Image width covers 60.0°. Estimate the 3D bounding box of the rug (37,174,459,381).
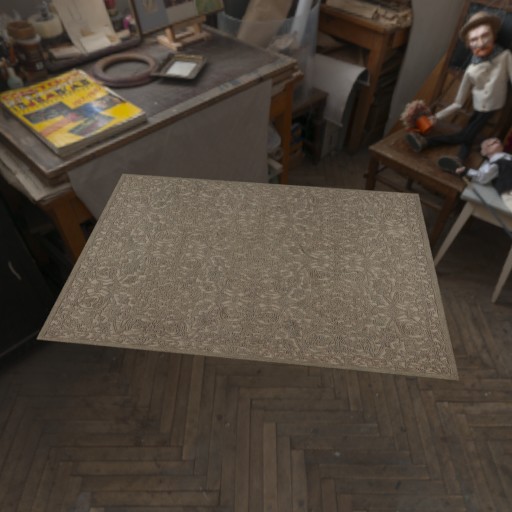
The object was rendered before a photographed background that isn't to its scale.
[{"bbox_3d":[0.000,0.000,2.316,1.827,0.006,1.221,5,47,4],"label":"rug"}]
